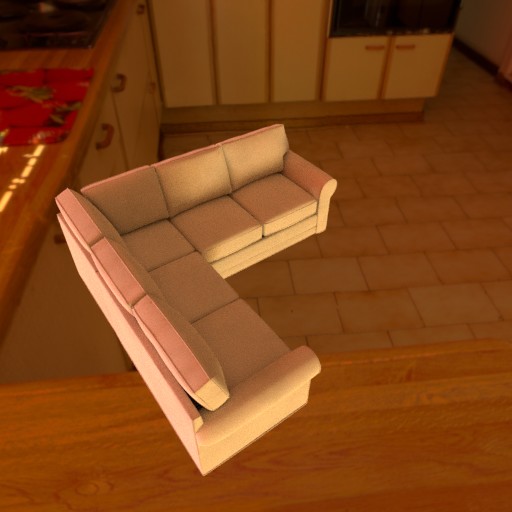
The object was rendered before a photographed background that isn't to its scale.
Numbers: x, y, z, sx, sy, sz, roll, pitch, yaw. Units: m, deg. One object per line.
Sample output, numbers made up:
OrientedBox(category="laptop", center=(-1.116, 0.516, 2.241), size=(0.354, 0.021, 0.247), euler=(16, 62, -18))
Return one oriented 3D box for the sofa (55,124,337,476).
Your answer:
OrientedBox(category="sofa", center=(0.000, 0.000, 3.912), size=(2.562, 1.053, 2.487), euler=(-26, 48, -26))
